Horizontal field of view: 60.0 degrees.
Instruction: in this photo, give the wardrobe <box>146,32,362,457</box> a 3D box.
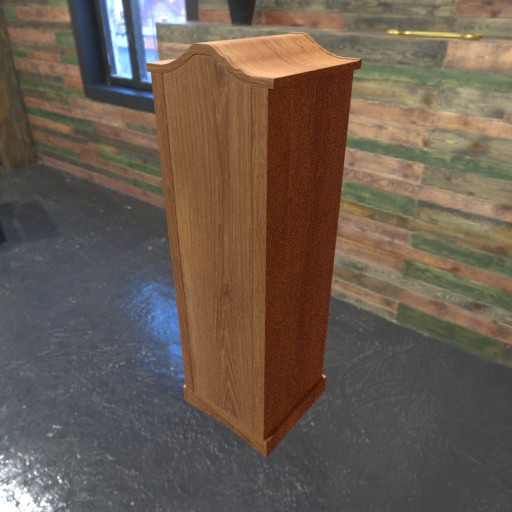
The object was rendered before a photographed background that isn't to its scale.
[{"bbox_3d":[0.000,0.000,2.103,0.590,1.870,0.570,22,37,33],"label":"wardrobe"}]
